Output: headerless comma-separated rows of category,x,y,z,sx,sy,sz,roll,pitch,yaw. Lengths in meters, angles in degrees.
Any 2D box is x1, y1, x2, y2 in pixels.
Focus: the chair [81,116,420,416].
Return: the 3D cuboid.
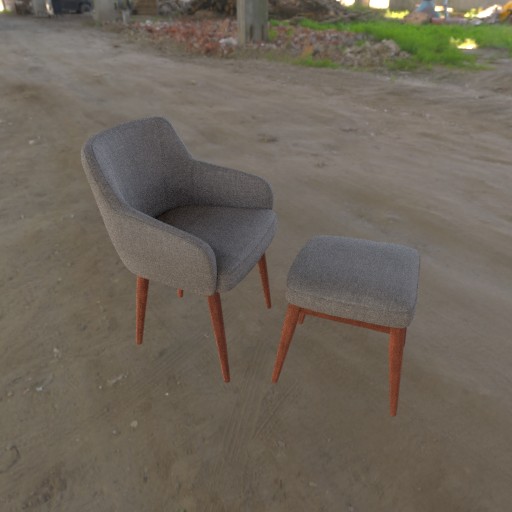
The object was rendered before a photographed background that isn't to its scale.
chair,0.000,0.000,1.554,1.107,0.799,0.584,11,32,17
